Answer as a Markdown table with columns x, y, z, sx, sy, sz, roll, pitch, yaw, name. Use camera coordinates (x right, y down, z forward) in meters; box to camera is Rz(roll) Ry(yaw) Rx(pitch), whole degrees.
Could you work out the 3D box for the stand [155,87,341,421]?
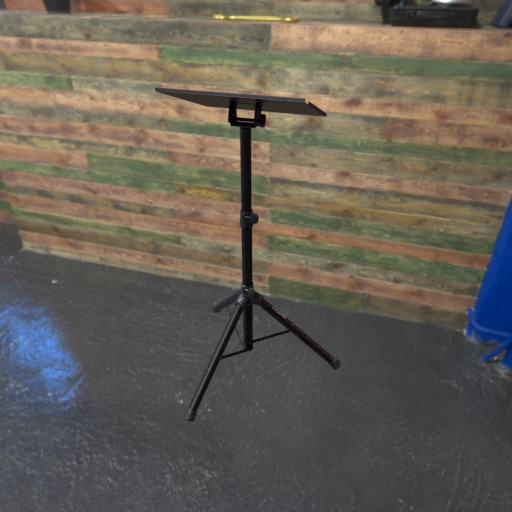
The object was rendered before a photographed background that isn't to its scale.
| x | y | z | sx | sy | sz | roll | pitch | yaw | name |
| --- | --- | --- | --- | --- | --- | --- | --- | --- | --- |
| 0.000 | 0.000 | 1.646 | 0.702 | 1.198 | 0.702 | 10 | 33 | 16 | stand |
